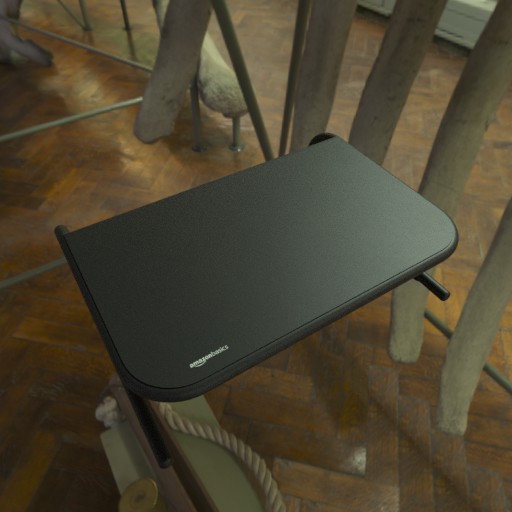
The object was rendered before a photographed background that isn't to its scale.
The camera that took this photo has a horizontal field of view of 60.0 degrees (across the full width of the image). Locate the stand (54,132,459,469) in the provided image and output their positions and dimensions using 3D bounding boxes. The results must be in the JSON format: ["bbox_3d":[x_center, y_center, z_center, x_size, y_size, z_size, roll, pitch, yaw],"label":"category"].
[{"bbox_3d":[0.000,0.000,0.504,0.370,0.108,0.280,-24,51,-21],"label":"stand"}]
